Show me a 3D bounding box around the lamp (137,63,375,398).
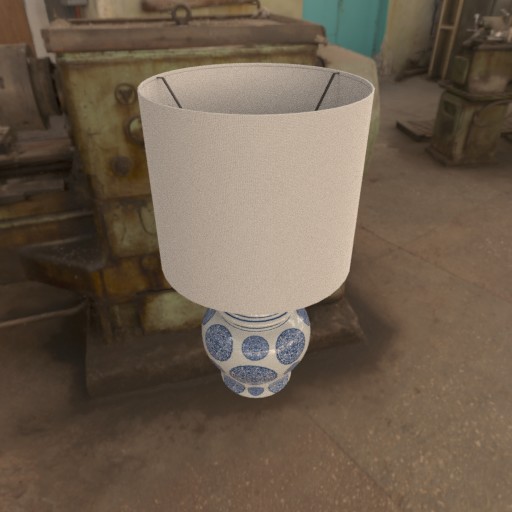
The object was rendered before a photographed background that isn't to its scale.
[{"bbox_3d":[0.000,0.000,0.514,0.215,0.381,0.215,-21,38,-29],"label":"lamp"}]
